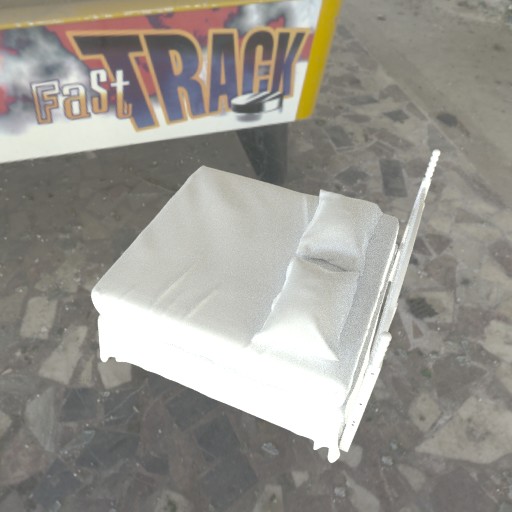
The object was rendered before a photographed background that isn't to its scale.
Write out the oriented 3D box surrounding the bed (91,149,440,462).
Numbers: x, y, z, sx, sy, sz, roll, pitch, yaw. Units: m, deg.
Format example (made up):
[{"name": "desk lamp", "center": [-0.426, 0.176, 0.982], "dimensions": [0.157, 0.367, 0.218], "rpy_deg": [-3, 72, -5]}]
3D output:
[{"name": "bed", "center": [0.000, 0.000, 3.245], "dimensions": [2.040, 1.356, 1.873], "rpy_deg": [18, 49, 16]}]
